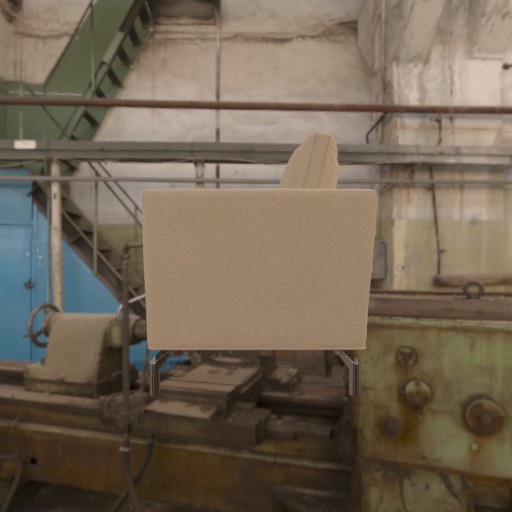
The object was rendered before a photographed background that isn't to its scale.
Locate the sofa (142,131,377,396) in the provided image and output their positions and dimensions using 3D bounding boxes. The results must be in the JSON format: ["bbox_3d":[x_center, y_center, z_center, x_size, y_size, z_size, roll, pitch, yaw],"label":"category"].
[{"bbox_3d":[0.000,0.000,2.672,0.868,1.005,2.214,0,0,0],"label":"sofa"}]
